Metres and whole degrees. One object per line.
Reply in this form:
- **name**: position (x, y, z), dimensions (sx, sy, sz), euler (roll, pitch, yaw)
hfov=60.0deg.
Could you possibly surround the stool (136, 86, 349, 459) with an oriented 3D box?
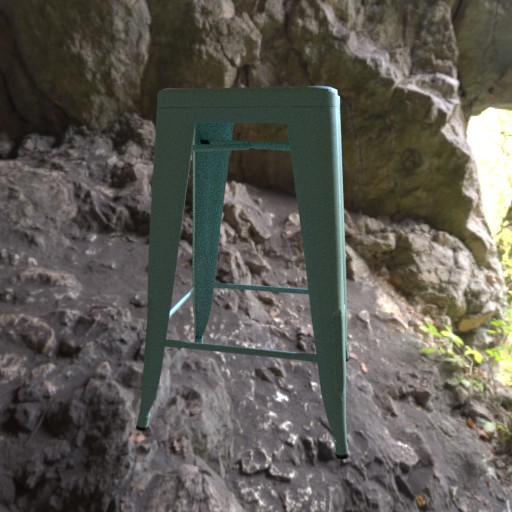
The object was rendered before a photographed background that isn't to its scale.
- **stool**: position (0.000, 0.000, 0.877), dimensions (0.399, 0.609, 0.359), euler (3, 17, 11)
